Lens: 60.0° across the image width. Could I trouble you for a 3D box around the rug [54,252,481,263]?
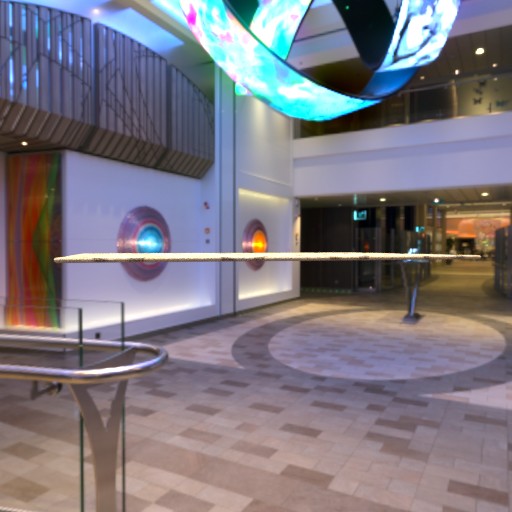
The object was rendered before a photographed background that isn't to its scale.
[{"bbox_3d":[0.000,0.000,3.507,2.701,0.026,1.801,0,1,-17],"label":"rug"}]
